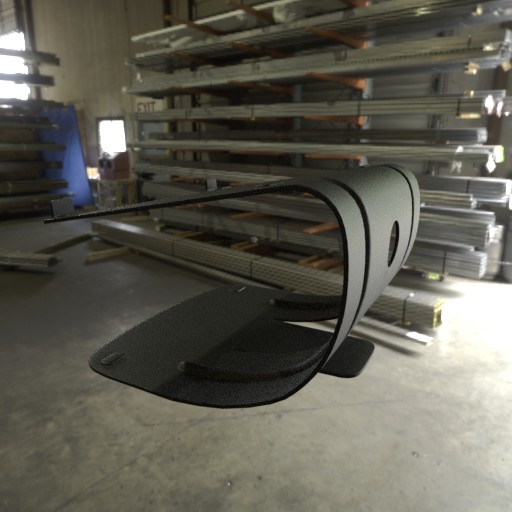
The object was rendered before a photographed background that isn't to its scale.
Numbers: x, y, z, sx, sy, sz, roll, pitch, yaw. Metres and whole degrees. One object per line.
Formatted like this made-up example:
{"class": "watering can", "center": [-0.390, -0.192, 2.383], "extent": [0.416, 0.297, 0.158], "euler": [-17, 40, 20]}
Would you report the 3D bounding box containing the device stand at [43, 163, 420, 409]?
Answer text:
{"class": "device stand", "center": [0.000, 0.000, 0.394], "extent": [0.236, 0.155, 0.256], "euler": [8, 17, 27]}
